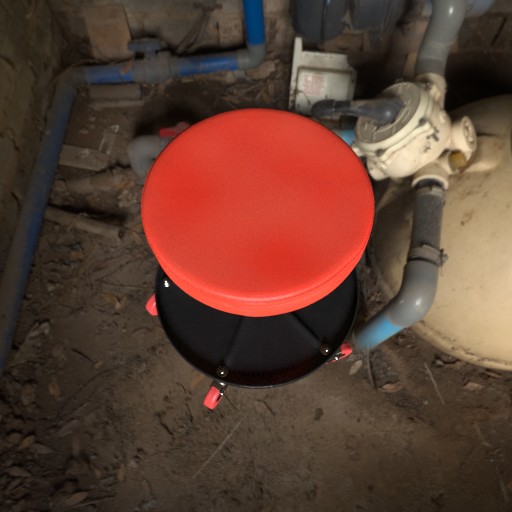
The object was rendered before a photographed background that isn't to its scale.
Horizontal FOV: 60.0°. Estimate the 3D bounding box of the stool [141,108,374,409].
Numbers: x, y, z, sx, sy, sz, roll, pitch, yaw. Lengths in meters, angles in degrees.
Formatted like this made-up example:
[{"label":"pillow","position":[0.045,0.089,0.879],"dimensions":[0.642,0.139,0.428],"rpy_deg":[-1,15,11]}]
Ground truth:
[{"label":"stool","position":[0.000,0.000,0.681],"dimensions":[0.381,0.365,0.382],"rpy_deg":[-36,70,-15]}]
